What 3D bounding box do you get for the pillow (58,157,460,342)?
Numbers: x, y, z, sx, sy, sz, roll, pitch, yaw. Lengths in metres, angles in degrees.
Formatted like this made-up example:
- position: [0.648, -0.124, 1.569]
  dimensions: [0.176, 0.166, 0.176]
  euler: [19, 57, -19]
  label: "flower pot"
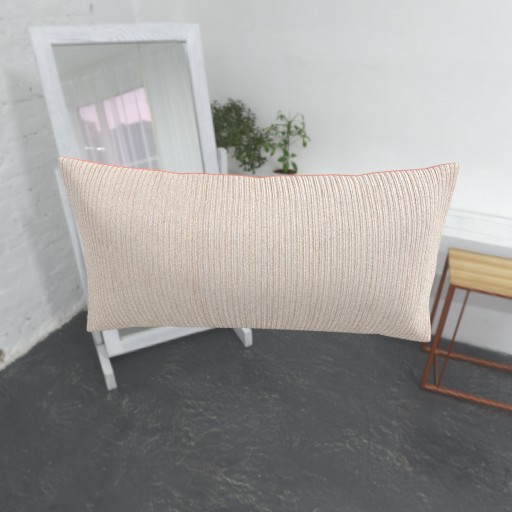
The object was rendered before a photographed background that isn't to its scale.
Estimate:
- position: [0.000, 0.000, 0.722]
  dimensions: [0.608, 0.307, 0.155]
  euler: [1, 31, 2]
  label: "pillow"
